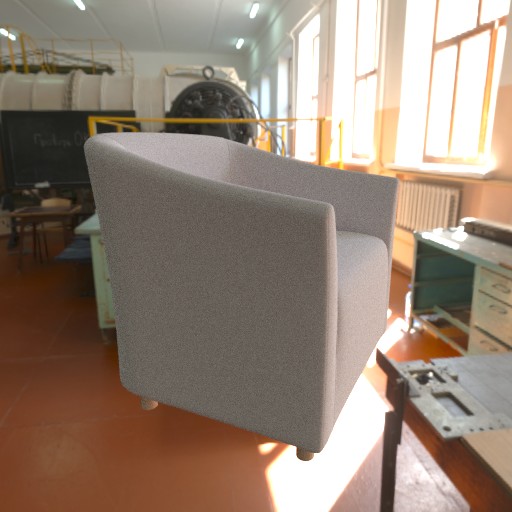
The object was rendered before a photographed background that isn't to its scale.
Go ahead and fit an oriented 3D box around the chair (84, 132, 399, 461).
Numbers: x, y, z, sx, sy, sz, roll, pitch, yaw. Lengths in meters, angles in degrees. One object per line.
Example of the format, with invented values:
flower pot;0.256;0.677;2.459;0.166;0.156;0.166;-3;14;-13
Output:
chair;0.000;0.000;1.335;0.700;0.720;0.790;7;16;26
